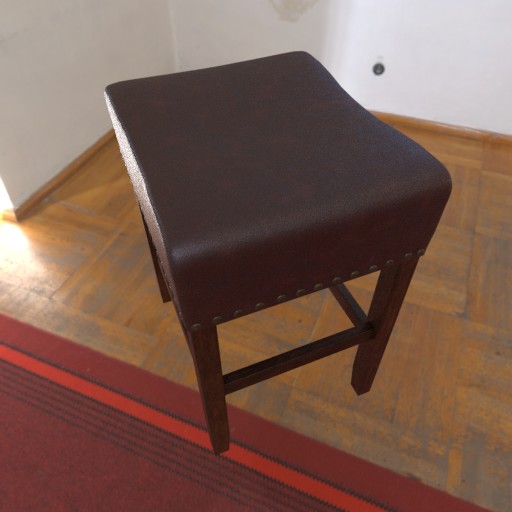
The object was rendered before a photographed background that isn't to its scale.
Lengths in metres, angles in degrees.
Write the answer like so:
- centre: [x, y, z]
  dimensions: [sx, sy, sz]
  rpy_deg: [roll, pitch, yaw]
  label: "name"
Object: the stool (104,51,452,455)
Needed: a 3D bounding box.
- centre: [0.000, 0.000, 0.892]
  dimensions: [0.397, 0.608, 0.465]
  rpy_deg: [-17, 49, -15]
  label: "stool"
